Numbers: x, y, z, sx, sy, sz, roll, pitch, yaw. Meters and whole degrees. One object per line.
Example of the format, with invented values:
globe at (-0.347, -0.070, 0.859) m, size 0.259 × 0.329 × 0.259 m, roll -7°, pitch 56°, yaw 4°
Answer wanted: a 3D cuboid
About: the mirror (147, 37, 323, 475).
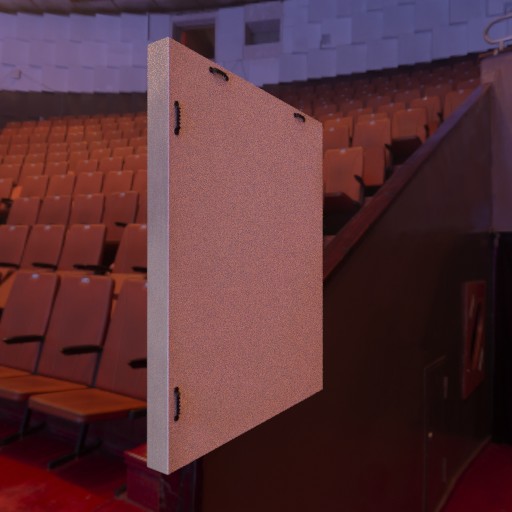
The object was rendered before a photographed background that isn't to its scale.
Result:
mirror at (0.000, 0.000, 0.690) m, size 0.041 × 0.509 × 0.406 m, roll 0°, pitch 0°, yaw 34°
